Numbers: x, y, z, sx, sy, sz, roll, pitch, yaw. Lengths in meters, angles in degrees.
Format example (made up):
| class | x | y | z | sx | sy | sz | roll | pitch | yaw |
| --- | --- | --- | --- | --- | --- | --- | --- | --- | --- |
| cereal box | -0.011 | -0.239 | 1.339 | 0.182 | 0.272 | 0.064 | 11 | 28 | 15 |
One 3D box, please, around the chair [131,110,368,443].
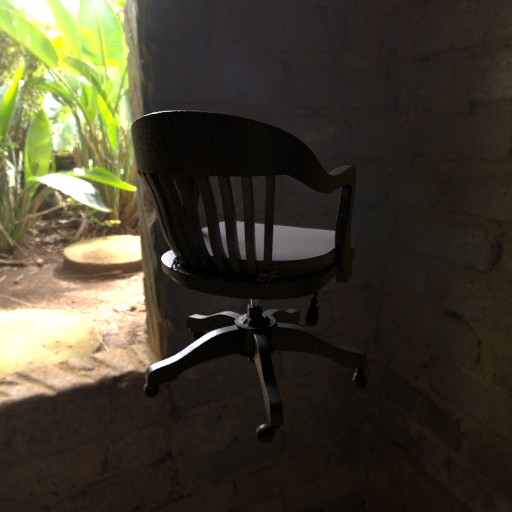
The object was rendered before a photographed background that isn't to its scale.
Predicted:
| class | x | y | z | sx | sy | sz | roll | pitch | yaw |
| --- | --- | --- | --- | --- | --- | --- | --- | --- | --- |
| chair | 0.000 | 0.000 | 1.463 | 0.750 | 0.878 | 0.788 | 8 | 17 | 26 |
